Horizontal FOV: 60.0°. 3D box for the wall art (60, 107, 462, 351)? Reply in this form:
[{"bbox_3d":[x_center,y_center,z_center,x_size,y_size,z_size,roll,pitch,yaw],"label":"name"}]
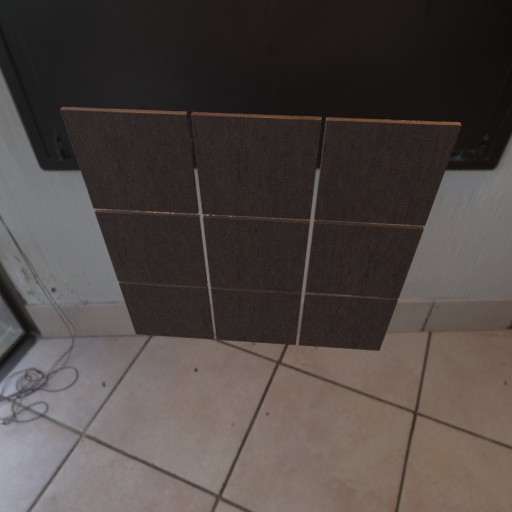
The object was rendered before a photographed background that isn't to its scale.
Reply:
[{"bbox_3d":[0.000,0.000,1.338,0.915,0.914,0.013,3,46,3],"label":"wall art"}]
